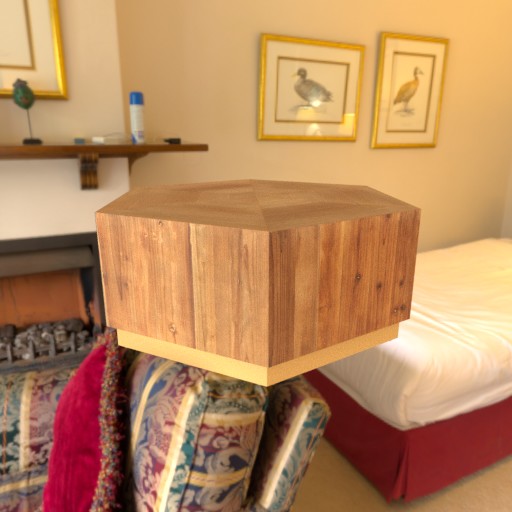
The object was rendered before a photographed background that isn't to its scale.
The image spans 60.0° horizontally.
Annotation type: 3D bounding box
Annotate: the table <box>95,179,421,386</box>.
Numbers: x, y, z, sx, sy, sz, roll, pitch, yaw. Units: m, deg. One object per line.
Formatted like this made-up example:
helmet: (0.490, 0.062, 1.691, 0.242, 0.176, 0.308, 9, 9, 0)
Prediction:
table: (0.000, 0.000, 1.693, 1.154, 0.456, 1.000, 8, 18, 26)
